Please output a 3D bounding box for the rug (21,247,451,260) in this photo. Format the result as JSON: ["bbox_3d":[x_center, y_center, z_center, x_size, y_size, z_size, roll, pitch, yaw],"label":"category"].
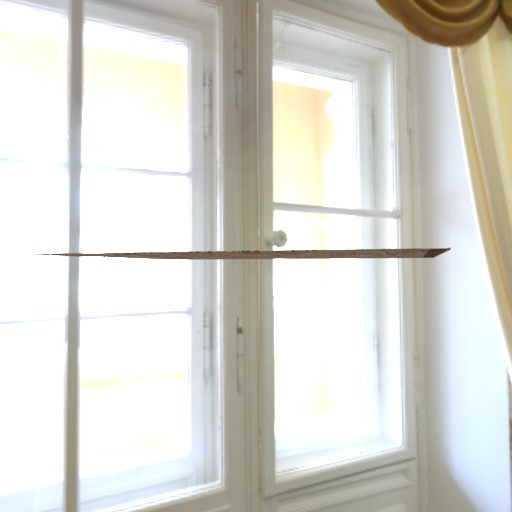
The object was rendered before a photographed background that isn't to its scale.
[{"bbox_3d":[0.000,0.000,4.276,3.274,0.015,2.439,-1,-2,19],"label":"rug"}]
